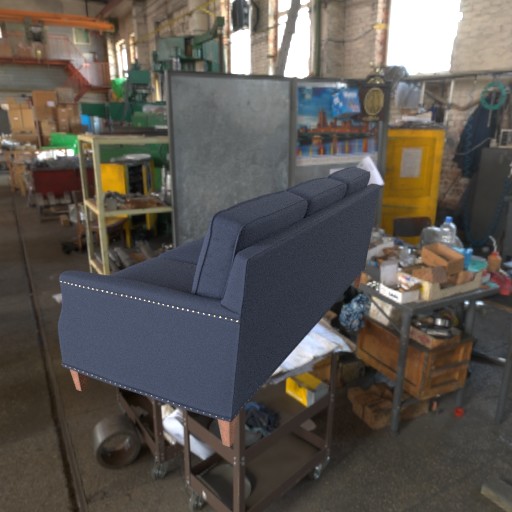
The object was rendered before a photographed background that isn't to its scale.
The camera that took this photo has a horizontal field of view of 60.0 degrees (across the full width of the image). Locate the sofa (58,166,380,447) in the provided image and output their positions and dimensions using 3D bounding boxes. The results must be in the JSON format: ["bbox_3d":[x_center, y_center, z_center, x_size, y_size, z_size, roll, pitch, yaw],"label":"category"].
[{"bbox_3d":[0.000,0.000,2.844,1.084,1.003,2.246,9,19,26],"label":"sofa"}]
